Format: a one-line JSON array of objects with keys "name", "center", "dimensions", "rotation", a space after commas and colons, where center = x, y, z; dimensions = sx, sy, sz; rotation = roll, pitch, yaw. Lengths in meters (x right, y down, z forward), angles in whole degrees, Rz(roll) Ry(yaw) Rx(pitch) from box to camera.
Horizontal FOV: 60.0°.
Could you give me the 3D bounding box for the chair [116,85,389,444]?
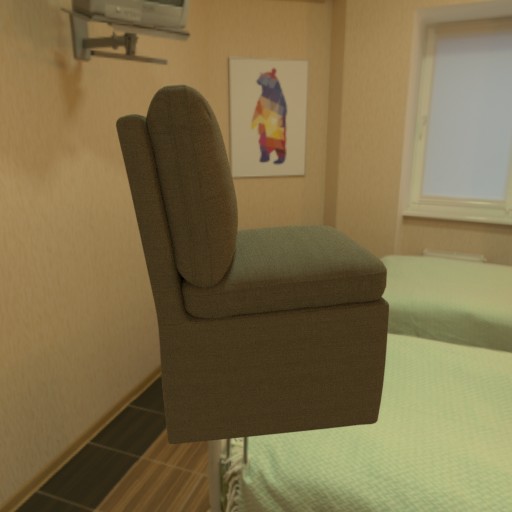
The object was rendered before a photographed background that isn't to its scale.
[{"name": "chair", "center": [0.000, 0.000, 1.342], "dimensions": [0.698, 0.927, 0.503], "rotation": [-2, 16, -9]}]
